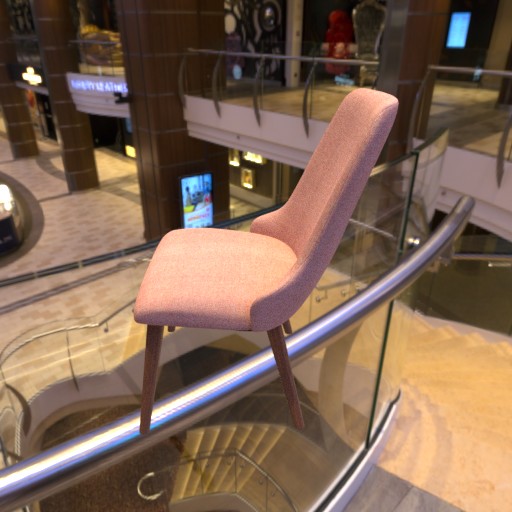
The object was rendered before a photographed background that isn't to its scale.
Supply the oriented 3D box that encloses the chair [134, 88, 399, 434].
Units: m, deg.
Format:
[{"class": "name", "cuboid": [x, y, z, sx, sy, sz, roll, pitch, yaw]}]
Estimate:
[{"class": "chair", "cuboid": [0.000, 0.000, 1.335, 0.707, 0.918, 0.535, 0, 28, 0]}]
